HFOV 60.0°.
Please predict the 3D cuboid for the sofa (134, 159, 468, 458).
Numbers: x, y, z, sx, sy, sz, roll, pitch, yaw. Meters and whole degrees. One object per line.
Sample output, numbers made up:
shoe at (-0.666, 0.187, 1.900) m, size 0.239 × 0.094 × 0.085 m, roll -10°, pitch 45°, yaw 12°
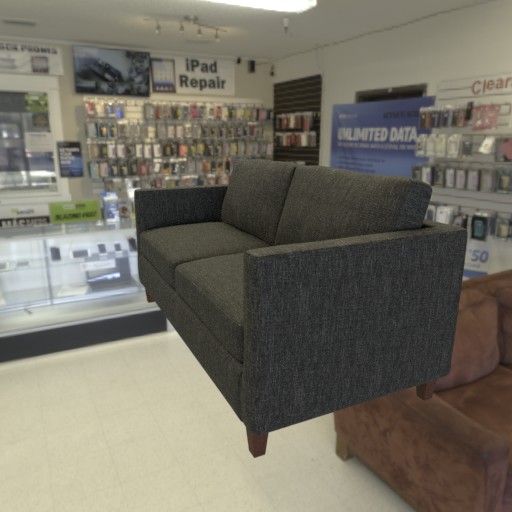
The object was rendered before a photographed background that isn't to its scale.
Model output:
sofa at (0.000, 0.000, 2.379) m, size 0.950 × 0.963 × 1.884 m, roll -7°, pitch 17°, yaw -25°
